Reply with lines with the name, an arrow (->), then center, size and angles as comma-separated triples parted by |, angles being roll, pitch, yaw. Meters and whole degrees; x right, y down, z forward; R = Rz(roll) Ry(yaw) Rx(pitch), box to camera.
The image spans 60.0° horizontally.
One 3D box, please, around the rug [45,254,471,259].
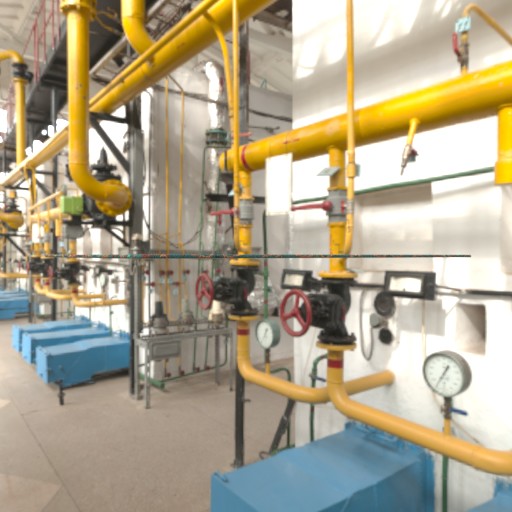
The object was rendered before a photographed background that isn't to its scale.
rug -> 0.000, 0.000, 4.172 | 3.204, 0.025, 2.434 | 0, 0, -36
